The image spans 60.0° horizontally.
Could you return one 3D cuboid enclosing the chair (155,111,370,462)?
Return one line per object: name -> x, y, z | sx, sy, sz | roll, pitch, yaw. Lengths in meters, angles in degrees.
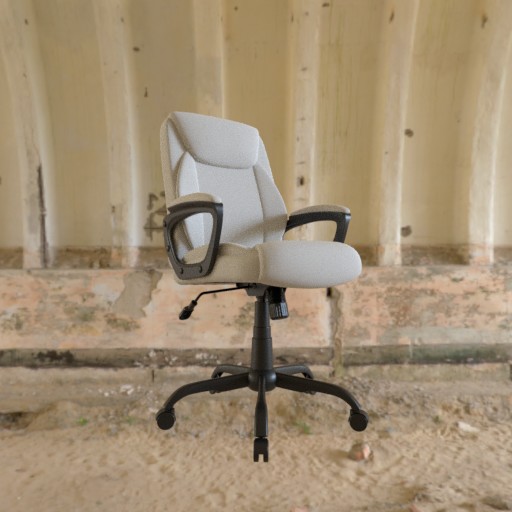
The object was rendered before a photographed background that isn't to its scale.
chair -> 0.000, 0.000, 1.491 | 0.663, 1.065, 0.669 | 0, 0, -35
